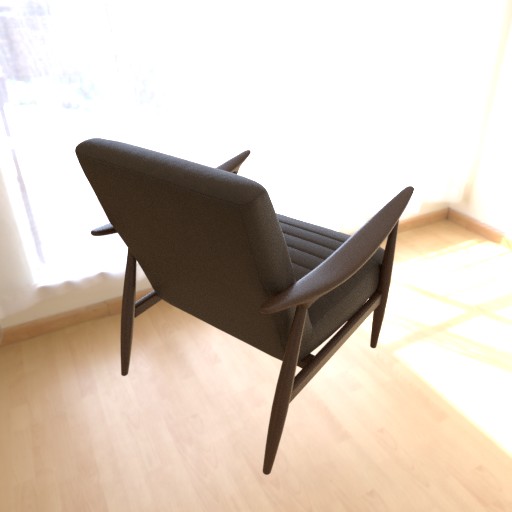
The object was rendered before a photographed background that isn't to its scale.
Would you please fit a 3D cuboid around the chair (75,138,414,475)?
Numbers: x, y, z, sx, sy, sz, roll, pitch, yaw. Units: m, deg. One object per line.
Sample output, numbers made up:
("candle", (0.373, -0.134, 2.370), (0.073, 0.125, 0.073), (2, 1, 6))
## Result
("chair", (0.000, 0.000, 1.420), (0.741, 0.831, 0.798), (21, 36, 31))
